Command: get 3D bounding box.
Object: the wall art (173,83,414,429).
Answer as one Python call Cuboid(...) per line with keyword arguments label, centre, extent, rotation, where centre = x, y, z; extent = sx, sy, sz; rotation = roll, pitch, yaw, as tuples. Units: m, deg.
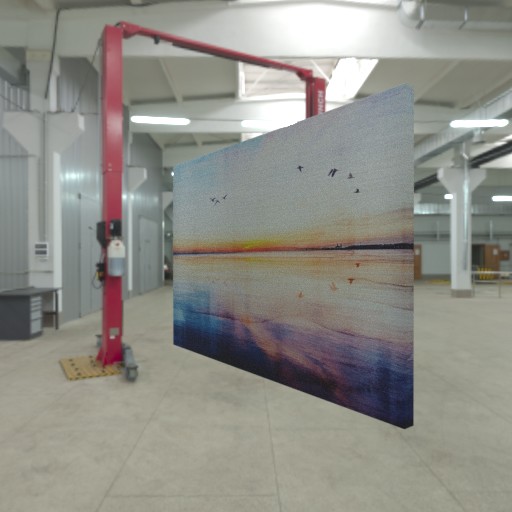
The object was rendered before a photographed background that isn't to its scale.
Cuboid(label="wall art", centre=(0.000, 0.000, 0.762), extent=(0.018, 0.402, 0.604), rotation=(0, 0, -36))
